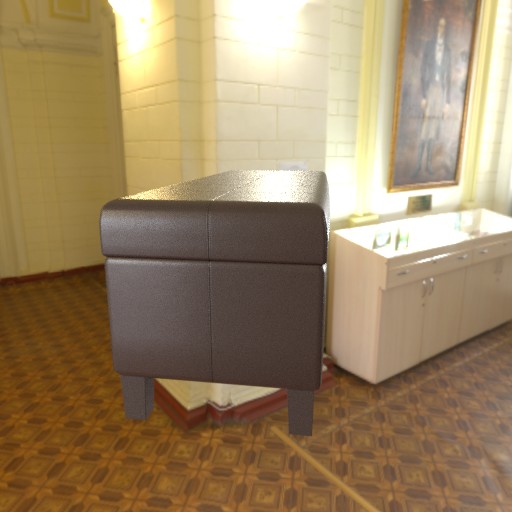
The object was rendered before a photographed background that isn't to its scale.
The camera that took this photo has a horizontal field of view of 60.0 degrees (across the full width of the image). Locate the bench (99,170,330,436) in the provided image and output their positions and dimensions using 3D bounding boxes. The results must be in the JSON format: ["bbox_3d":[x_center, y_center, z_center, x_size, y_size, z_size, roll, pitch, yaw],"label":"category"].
[{"bbox_3d":[0.000,0.000,1.346,0.429,0.457,1.092,2,14,9],"label":"bench"}]
